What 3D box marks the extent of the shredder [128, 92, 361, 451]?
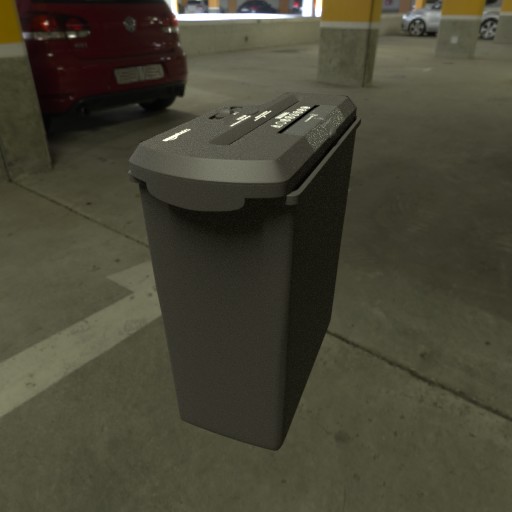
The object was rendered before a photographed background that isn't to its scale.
[{"bbox_3d":[0.000,0.000,0.522,0.170,0.335,0.320,11,31,18],"label":"shredder"}]
